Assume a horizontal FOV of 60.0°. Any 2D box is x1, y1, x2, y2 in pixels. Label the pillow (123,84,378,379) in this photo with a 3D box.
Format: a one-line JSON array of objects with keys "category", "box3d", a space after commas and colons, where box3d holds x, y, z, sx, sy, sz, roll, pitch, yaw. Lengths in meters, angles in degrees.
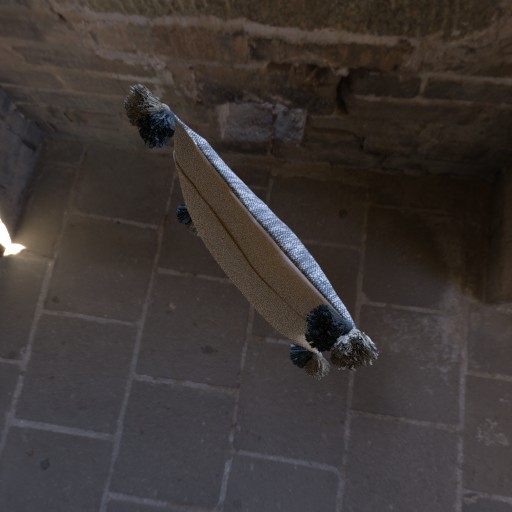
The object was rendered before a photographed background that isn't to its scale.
[{"category": "pillow", "box3d": [0.000, 0.000, 0.936, 0.138, 0.634, 0.614, -37, 78, -9]}]
